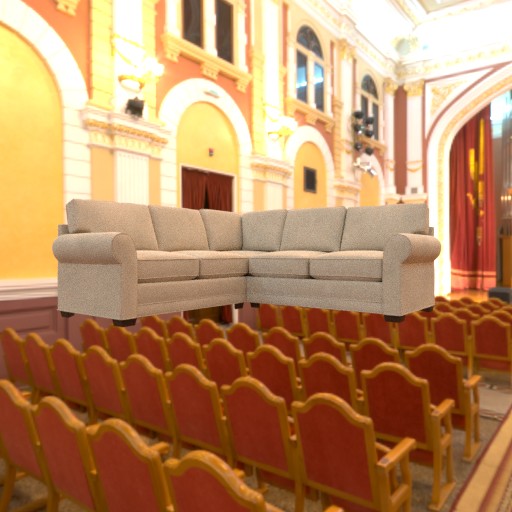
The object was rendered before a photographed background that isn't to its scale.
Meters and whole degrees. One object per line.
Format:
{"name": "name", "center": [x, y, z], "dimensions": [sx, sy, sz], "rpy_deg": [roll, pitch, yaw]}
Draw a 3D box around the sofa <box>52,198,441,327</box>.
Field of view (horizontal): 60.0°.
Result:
{"name": "sofa", "center": [0.000, 0.000, 3.960], "dimensions": [2.569, 1.054, 2.487], "rpy_deg": [0, 1, 38]}
